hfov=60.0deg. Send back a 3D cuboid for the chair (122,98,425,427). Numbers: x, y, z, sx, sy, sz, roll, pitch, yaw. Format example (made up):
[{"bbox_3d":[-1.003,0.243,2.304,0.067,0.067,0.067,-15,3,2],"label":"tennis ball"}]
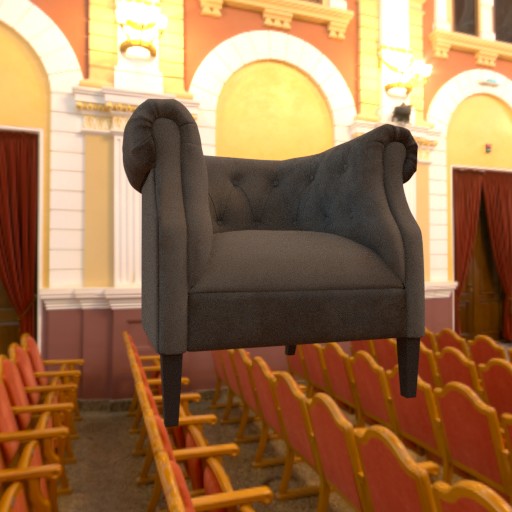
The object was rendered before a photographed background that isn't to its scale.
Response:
[{"bbox_3d":[0.000,0.000,1.543,0.904,0.826,0.851,0,0,-19],"label":"chair"}]
